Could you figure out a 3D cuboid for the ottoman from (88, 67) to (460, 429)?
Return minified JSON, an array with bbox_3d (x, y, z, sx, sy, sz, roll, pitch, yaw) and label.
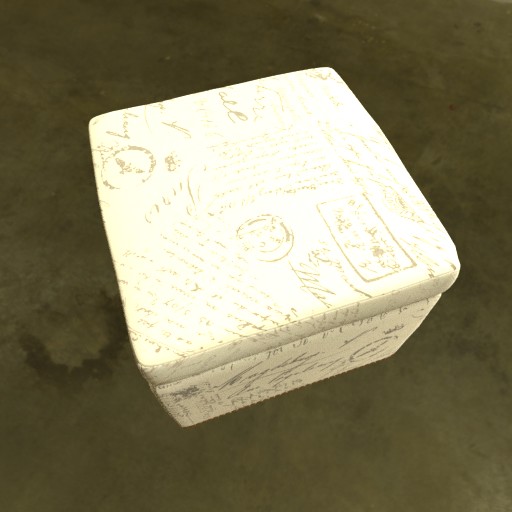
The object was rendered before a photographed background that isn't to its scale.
[{"bbox_3d":[0.000,0.000,0.822,0.450,0.457,0.449,-16,60,-10],"label":"ottoman"}]
